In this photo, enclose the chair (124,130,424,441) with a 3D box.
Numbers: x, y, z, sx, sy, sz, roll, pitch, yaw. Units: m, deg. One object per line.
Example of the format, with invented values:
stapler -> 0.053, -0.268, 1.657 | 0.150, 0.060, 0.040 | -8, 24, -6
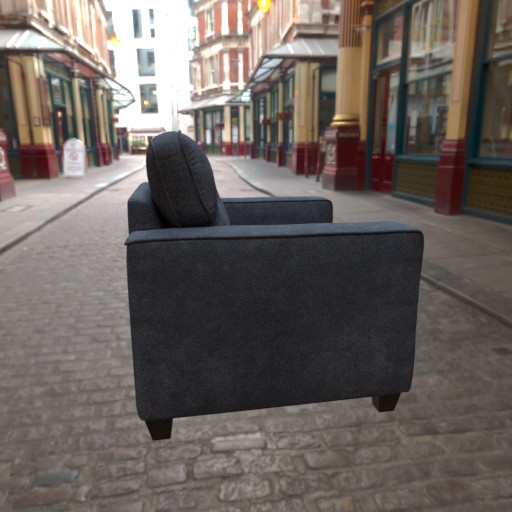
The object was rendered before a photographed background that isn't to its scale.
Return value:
chair -> 0.000, 0.000, 1.816 | 0.939, 0.965, 1.015 | -3, 14, -10
